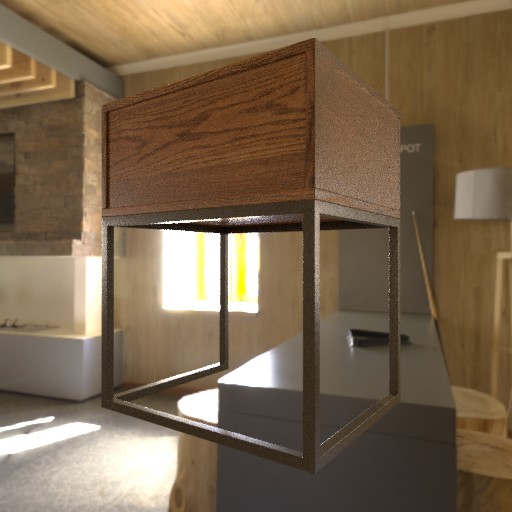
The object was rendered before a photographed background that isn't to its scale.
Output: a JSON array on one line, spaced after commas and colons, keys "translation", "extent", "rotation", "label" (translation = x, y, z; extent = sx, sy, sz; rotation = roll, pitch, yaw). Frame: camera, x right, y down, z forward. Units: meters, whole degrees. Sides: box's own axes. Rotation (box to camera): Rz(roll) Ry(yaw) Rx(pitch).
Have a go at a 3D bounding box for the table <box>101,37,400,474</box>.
[{"translation": [0.000, 0.000, 0.919], "extent": [0.482, 0.610, 0.400], "rotation": [0, 0, 35], "label": "table"}]
